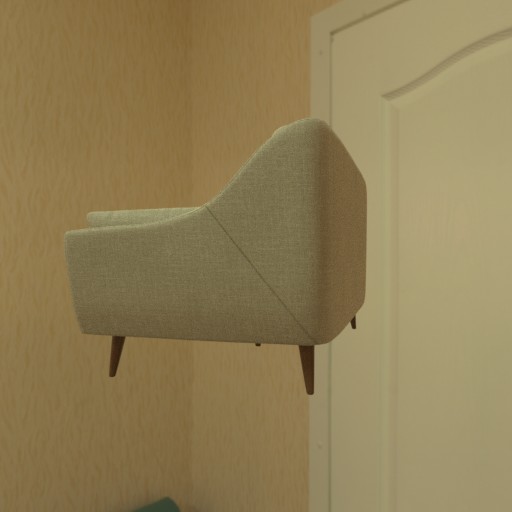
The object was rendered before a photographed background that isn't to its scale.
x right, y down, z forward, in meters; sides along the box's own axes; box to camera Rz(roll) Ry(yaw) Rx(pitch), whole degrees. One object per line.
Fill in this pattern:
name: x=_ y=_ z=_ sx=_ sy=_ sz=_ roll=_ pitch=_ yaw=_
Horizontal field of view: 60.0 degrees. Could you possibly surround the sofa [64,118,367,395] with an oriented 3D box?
sofa: x=0.000 y=0.000 z=2.182 sx=0.965 sy=0.888 sz=1.652 roll=0 pitch=1 yaw=19
